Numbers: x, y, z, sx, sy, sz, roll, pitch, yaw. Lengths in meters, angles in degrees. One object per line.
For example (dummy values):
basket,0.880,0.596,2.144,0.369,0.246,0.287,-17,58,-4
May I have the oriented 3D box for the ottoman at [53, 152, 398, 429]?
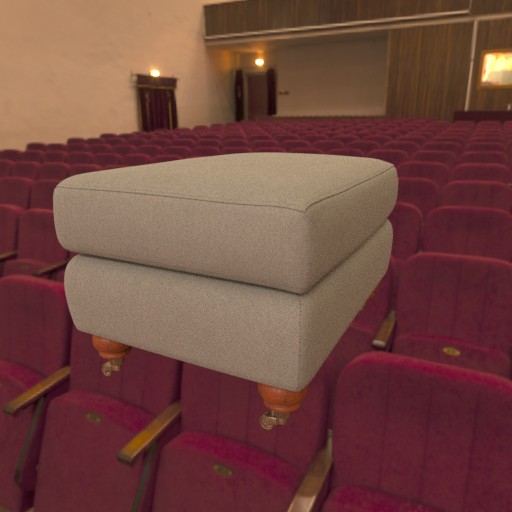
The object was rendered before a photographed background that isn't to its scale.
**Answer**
ottoman,0.000,0.000,1.137,0.569,0.499,0.773,8,19,26
